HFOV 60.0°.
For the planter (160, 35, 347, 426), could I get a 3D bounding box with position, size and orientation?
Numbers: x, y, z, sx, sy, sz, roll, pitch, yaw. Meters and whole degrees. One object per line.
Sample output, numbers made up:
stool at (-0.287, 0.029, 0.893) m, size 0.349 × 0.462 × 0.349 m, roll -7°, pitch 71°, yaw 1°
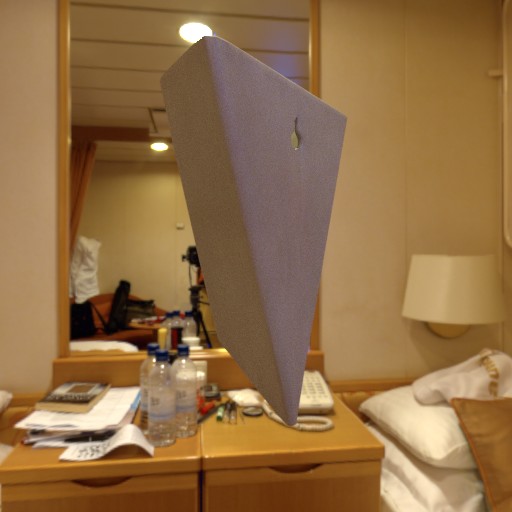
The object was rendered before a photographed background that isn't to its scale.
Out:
planter at (0.000, 0.000, 0.272) m, size 0.060 × 0.197 × 0.150 m, roll 0°, pitch 0°, yaw 36°
